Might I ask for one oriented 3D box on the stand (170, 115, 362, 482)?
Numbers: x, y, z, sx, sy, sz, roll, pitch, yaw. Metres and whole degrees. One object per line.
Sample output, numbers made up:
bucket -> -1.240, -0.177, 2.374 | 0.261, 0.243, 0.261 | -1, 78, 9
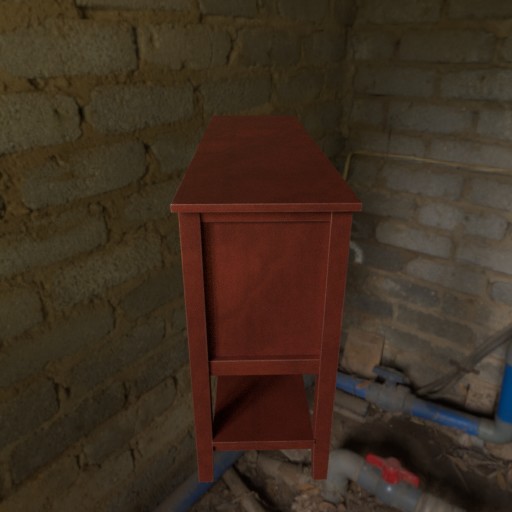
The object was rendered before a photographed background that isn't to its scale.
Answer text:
stand -> 0.000, 0.000, 1.717 | 0.410, 0.872, 1.362 | -1, 25, -1
